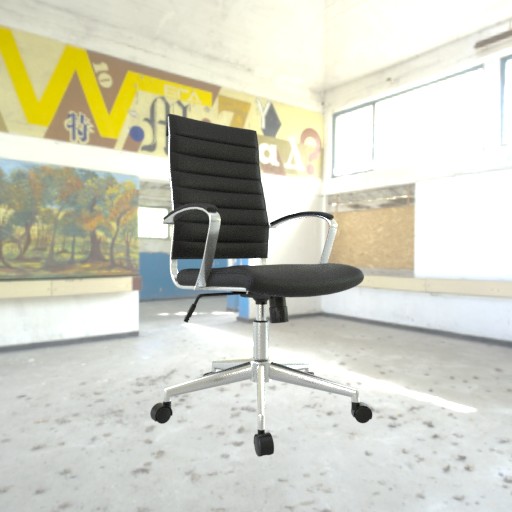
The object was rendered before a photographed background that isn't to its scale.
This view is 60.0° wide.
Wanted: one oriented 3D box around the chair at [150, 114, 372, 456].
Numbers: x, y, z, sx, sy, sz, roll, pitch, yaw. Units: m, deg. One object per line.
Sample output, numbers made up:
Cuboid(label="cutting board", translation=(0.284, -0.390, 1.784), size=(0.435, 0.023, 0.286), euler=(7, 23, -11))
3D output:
Cuboid(label="chair", translation=(0.000, 0.000, 1.678), size=(0.766, 1.149, 0.739), euler=(0, 1, -36))
